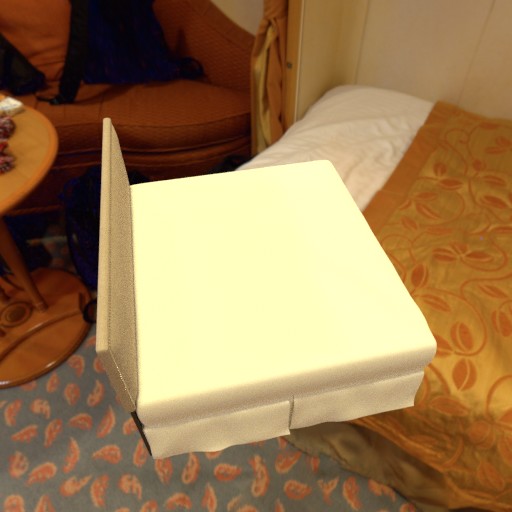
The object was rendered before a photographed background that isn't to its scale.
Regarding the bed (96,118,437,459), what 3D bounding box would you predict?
[{"bbox_3d":[0.000,0.000,3.280,1.914,1.346,2.170,-9,47,-9],"label":"bed"}]
